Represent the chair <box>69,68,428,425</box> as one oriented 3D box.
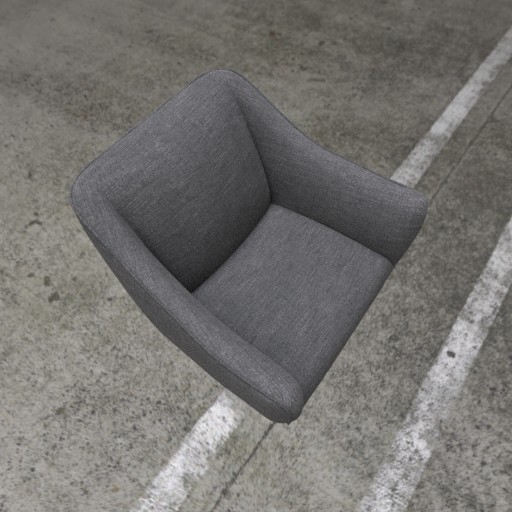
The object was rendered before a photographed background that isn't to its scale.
[{"bbox_3d":[0.000,0.000,1.569,0.851,0.829,0.870,32,63,18],"label":"chair"}]
